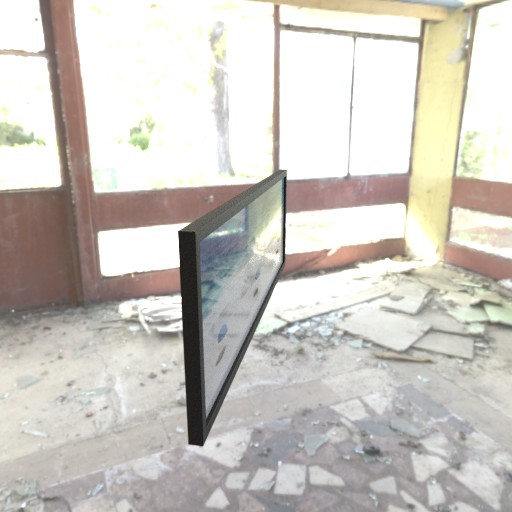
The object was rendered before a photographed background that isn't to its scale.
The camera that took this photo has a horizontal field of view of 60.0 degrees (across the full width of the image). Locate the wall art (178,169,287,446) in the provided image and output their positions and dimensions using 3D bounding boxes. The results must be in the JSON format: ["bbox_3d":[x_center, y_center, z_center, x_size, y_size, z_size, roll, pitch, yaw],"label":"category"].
[{"bbox_3d":[0.000,0.000,1.785,0.041,0.554,1.572,3,16,11],"label":"wall art"}]
